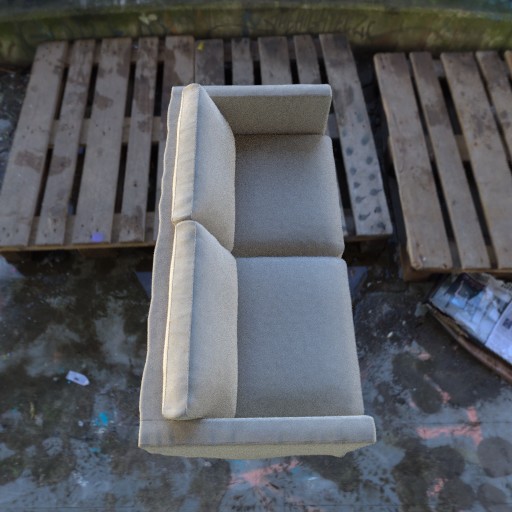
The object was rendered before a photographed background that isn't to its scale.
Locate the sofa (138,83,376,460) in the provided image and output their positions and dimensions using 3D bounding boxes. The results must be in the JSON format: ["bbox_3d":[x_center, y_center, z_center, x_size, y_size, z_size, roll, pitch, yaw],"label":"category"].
[{"bbox_3d":[0.000,0.000,2.381,0.962,0.835,1.959,-1,63,0],"label":"sofa"}]
